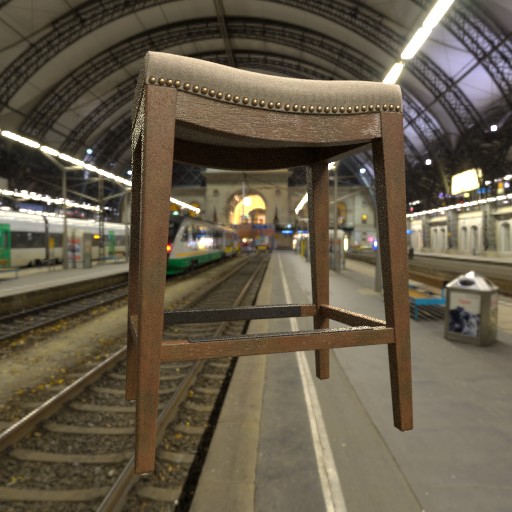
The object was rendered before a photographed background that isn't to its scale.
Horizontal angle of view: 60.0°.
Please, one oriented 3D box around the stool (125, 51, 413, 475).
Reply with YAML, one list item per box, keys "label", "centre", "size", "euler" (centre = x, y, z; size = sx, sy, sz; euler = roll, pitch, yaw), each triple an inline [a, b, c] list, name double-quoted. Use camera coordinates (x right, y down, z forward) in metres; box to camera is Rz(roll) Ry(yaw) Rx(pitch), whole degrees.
- label: "stool"
  centre: [0.000, 0.000, 0.913]
  size: [0.508, 0.660, 0.356]
  euler: [-1, 2, -19]
